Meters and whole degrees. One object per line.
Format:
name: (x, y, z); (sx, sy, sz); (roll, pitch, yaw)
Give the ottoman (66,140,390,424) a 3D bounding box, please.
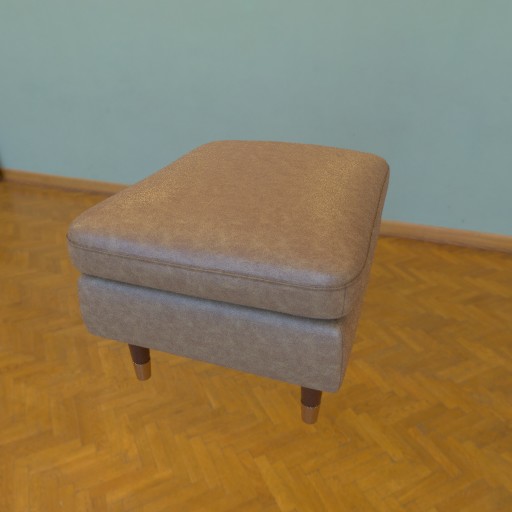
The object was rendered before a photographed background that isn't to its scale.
ottoman: (0.000, 0.000, 1.147); (0.593, 0.478, 0.747); (9, 30, 16)
